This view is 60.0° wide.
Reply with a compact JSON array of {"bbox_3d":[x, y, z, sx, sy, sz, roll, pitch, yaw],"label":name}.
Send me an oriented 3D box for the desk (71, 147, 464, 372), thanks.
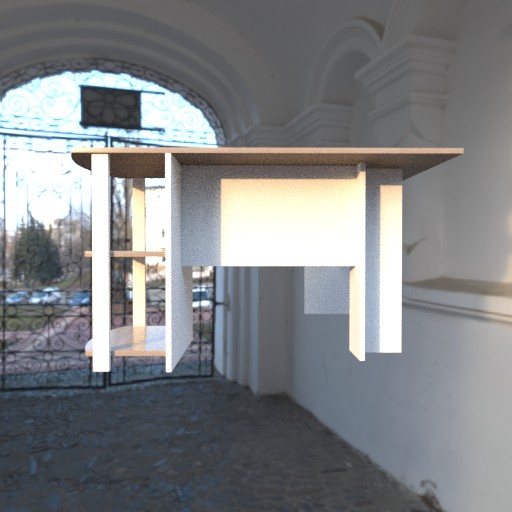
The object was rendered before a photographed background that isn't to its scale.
[{"bbox_3d":[0.000,0.000,2.085,1.303,0.716,1.361,0,1,-1],"label":"desk"}]
